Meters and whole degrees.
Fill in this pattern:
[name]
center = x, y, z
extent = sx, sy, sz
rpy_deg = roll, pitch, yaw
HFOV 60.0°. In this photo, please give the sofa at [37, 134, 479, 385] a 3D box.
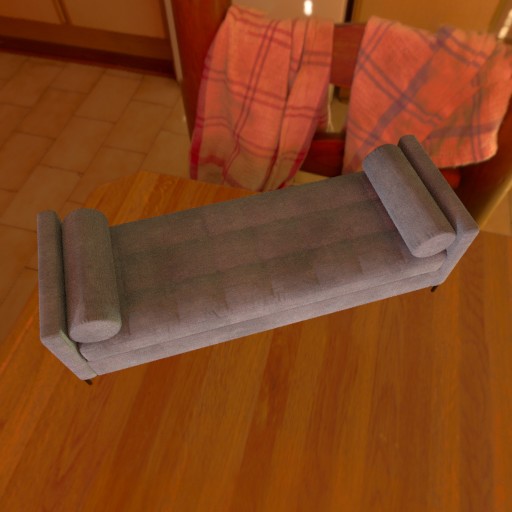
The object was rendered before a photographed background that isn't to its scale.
[sofa]
center = 0.000, 0.000, 2.329
extent = 1.981, 0.635, 0.686
rpy_deg = -14, 58, -9
